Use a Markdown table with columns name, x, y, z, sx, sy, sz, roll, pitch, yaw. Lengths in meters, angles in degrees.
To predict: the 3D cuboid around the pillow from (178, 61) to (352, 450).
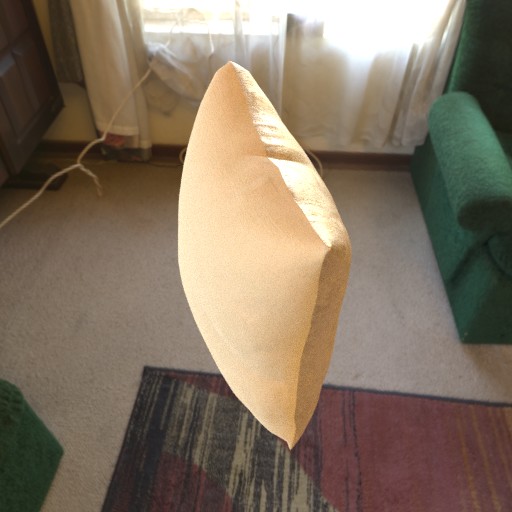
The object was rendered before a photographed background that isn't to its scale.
| name | x | y | z | sx | sy | sz | roll | pitch | yaw |
| --- | --- | --- | --- | --- | --- | --- | --- | --- | --- |
| pillow | 0.000 | 0.000 | 0.708 | 0.245 | 0.448 | 0.450 | -9 | 46 | -9 |
